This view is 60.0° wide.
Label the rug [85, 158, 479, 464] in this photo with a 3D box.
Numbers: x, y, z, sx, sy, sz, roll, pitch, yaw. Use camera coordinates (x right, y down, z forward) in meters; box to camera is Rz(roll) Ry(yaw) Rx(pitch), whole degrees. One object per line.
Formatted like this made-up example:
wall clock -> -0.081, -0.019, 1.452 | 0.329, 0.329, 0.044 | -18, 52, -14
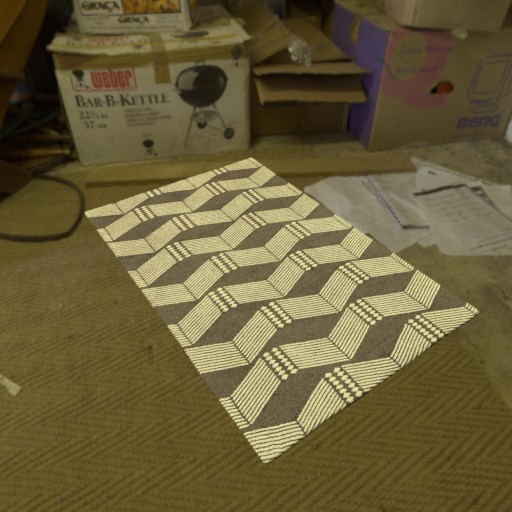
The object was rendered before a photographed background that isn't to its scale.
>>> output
rug -> 0.000, 0.000, 2.324 | 1.210, 0.016, 1.833 | -24, 45, -26
